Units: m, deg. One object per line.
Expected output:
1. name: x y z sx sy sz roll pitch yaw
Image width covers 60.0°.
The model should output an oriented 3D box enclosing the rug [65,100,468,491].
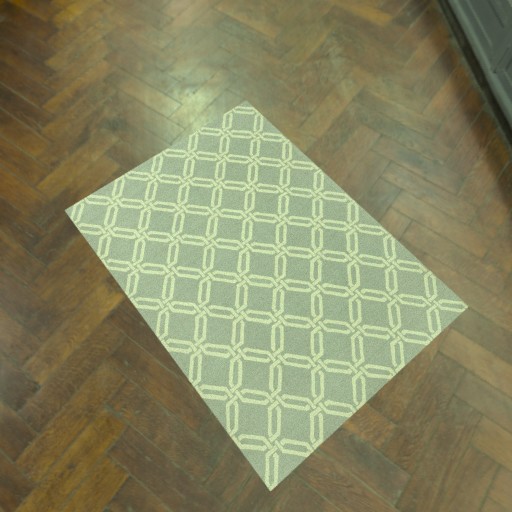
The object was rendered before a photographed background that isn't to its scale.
1. rug: 0.000 0.000 4.410 2.438 0.013 3.353 -36 69 -16
